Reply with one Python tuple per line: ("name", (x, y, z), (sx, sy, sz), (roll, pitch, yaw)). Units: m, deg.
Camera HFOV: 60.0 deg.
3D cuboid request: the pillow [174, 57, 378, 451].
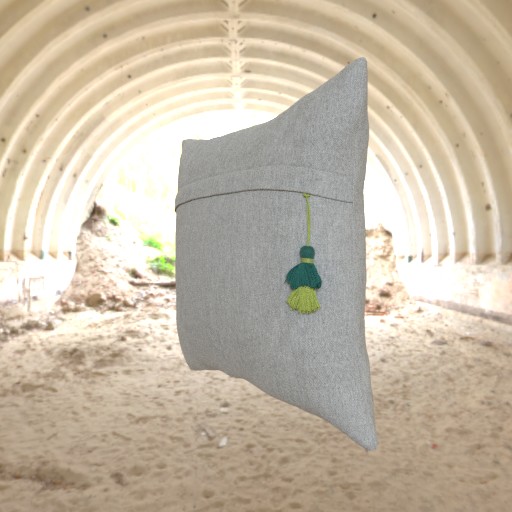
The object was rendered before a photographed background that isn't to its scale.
("pillow", (0.000, 0.000, 0.664), (0.173, 0.436, 0.433), (0, 0, -36))
